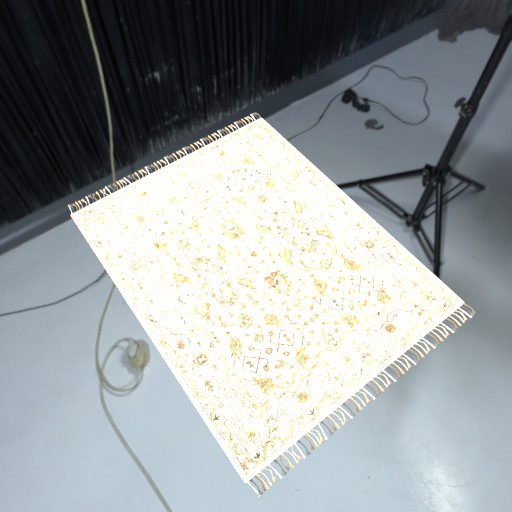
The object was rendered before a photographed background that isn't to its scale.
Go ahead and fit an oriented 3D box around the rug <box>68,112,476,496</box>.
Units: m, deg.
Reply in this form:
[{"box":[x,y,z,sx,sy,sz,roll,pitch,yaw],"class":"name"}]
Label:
[{"box":[0.000,0.000,2.222,1.278,0.009,1.726,-32,63,-18],"class":"rug"}]
